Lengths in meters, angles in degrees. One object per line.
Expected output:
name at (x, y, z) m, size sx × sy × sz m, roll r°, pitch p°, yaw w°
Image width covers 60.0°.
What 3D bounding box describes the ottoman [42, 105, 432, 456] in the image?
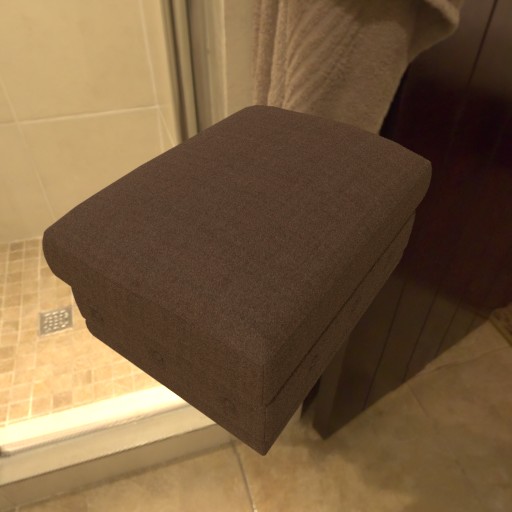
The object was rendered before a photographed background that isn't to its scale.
ottoman at (0.000, 0.000, 1.175) m, size 0.599 × 0.555 × 0.809 m, roll 26°, pitch 48°, yaw 26°
